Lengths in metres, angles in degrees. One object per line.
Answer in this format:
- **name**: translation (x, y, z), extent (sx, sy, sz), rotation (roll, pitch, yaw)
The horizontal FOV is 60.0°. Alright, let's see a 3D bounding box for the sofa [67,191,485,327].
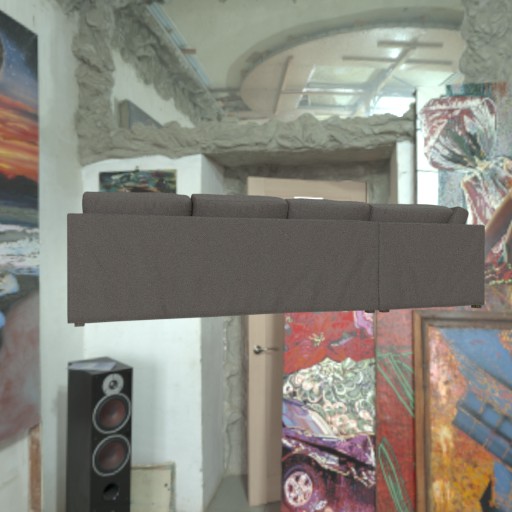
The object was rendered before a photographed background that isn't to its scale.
- **sofa**: translation (0.000, 0.000, 4.272), extent (3.182, 0.871, 2.432), rotation (0, 0, -18)
